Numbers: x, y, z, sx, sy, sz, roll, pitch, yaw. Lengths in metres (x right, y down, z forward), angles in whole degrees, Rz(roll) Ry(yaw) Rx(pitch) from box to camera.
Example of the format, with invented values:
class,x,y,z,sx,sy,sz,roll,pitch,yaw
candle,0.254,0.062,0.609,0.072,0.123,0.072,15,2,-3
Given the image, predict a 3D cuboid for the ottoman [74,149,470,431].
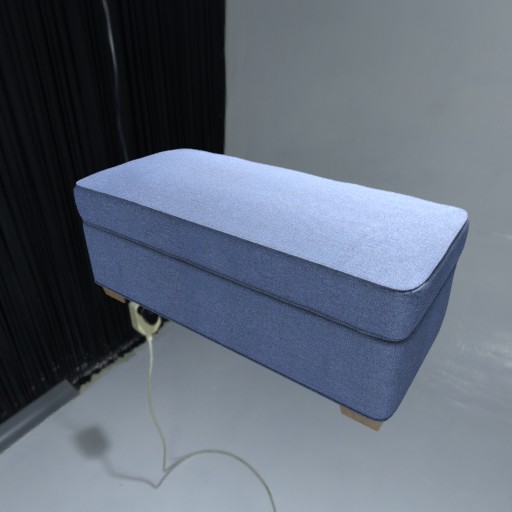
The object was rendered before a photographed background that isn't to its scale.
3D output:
class,x,y,z,sx,sy,sz,roll,pitch,yaw
ottoman,0.000,0.000,1.397,1.110,0.460,0.515,19,35,30
